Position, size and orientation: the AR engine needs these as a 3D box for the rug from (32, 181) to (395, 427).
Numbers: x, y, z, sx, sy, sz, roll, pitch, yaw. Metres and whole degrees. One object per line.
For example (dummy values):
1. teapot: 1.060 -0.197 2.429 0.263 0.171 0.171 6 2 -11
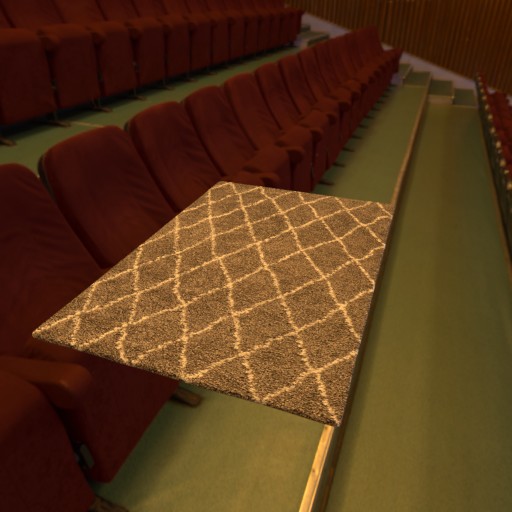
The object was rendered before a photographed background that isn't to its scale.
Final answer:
1. rug: 0.000 0.000 2.270 1.219 0.030 1.778 11 32 18
